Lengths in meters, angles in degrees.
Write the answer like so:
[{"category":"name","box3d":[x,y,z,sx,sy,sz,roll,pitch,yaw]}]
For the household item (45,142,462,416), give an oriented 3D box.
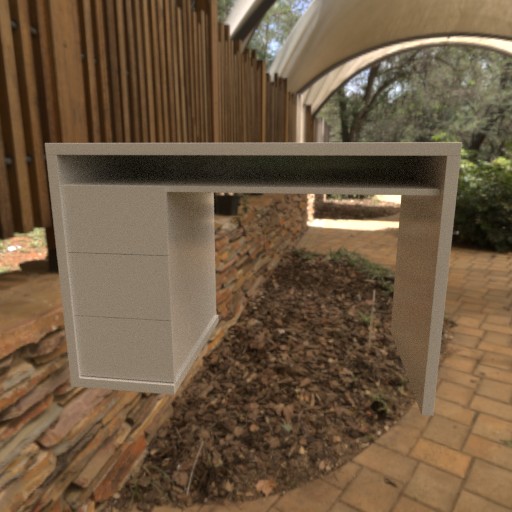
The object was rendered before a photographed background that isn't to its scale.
[{"category":"household item","box3d":[0.000,0.000,1.528,1.100,0.749,0.597,2,14,8]}]
